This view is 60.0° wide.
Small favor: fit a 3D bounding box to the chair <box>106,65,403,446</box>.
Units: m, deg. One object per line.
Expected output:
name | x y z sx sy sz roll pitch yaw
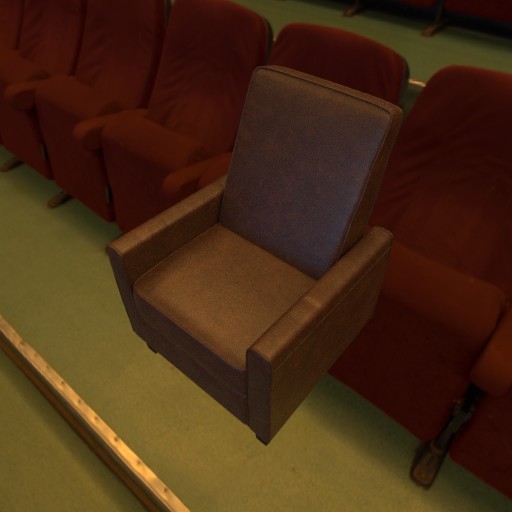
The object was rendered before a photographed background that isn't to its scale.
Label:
chair | 0.000 0.000 1.539 0.705 1.013 0.746 31 53 27
